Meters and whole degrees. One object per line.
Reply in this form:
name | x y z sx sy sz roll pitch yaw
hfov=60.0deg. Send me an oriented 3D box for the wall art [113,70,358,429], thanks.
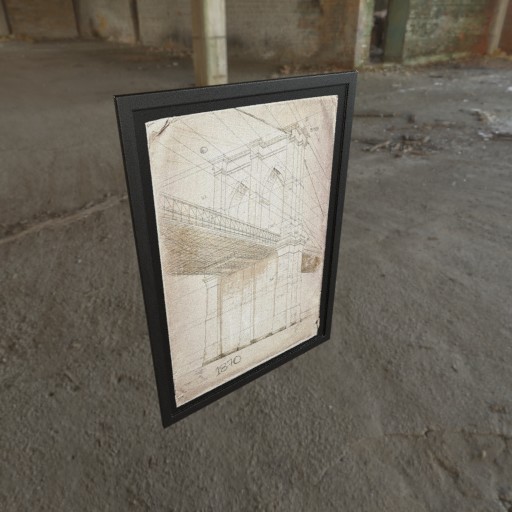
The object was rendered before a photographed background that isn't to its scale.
wall art | 0.000 0.000 1.306 0.707 0.967 0.013 -20 35 -31
